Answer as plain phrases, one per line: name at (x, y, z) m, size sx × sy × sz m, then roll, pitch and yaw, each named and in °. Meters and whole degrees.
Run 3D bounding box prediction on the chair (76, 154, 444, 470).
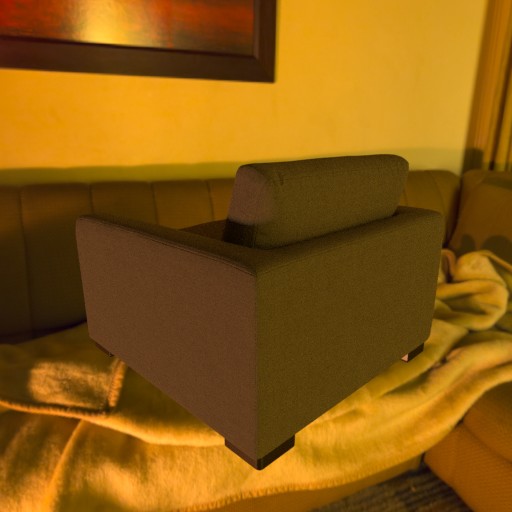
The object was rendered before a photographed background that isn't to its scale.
chair at (0.000, 0.000, 1.847) m, size 1.070 × 0.847 × 1.100 m, roll -16°, pitch 23°, yaw -42°
